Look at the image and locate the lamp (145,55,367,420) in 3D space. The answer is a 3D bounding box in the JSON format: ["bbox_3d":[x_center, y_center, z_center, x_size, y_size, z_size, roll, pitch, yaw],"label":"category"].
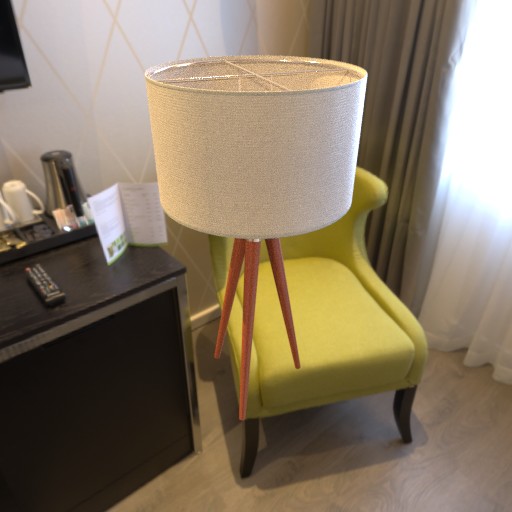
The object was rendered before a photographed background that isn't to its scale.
[{"bbox_3d":[0.000,0.000,0.905,0.355,0.709,0.354,11,33,17],"label":"lamp"}]
